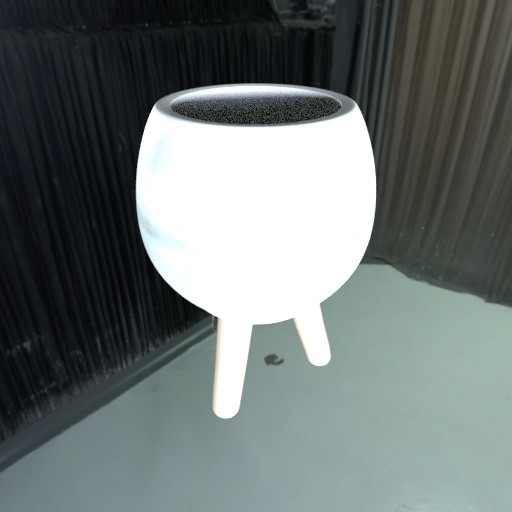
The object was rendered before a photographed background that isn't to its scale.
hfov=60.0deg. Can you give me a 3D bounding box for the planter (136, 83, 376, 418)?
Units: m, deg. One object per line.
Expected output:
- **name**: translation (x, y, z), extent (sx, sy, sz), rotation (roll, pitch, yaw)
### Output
- **planter**: translation (0.000, 0.000, 0.332), extent (0.161, 0.224, 0.161), rotation (0, 31, 0)
